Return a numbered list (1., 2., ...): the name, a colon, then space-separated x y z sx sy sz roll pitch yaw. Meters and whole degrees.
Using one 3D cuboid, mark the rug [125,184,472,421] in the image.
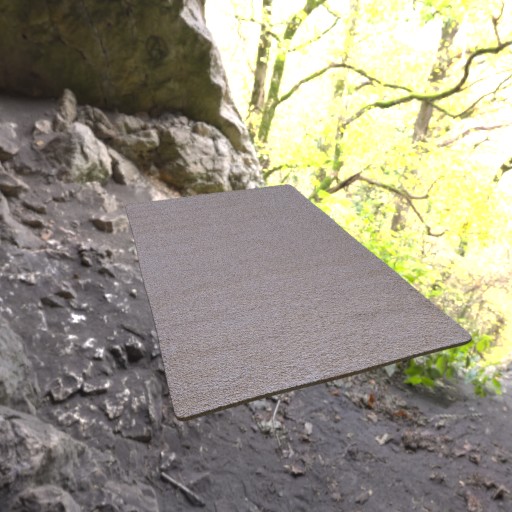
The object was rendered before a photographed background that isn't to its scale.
1. rug: 0.000 0.000 2.954 1.500 0.026 2.349 -10 31 -17
